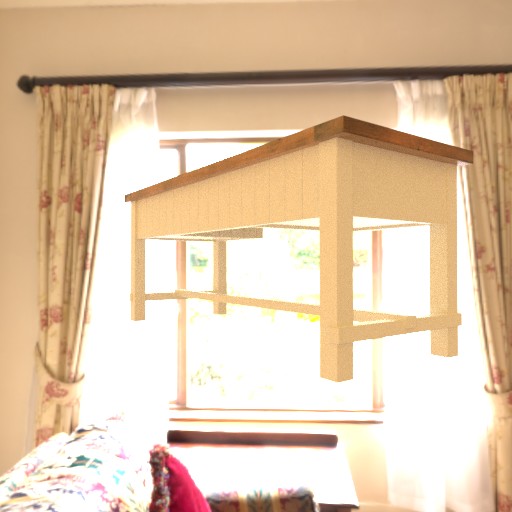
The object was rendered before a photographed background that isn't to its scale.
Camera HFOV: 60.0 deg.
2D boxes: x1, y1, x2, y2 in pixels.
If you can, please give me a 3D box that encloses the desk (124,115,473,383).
[{"bbox_3d":[0.000,0.000,2.170,0.688,0.762,1.803,1,-1,-36],"label":"desk"}]
